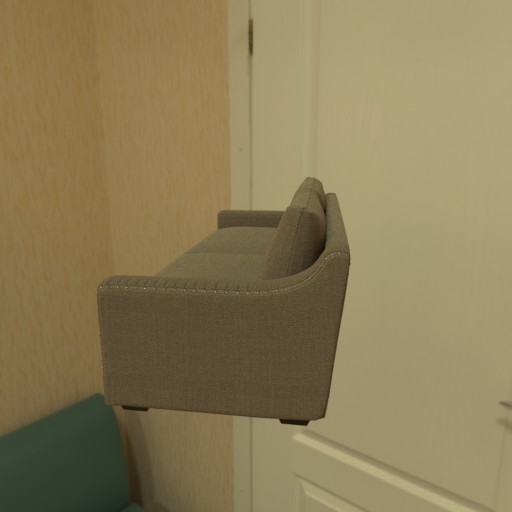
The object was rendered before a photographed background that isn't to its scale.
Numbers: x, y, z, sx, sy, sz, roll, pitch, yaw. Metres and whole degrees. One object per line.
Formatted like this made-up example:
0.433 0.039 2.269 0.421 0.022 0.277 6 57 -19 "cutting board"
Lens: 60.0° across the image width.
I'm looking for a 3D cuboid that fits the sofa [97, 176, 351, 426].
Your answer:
0.000 0.000 2.720 1.000 0.857 2.208 2 14 8 "sofa"
